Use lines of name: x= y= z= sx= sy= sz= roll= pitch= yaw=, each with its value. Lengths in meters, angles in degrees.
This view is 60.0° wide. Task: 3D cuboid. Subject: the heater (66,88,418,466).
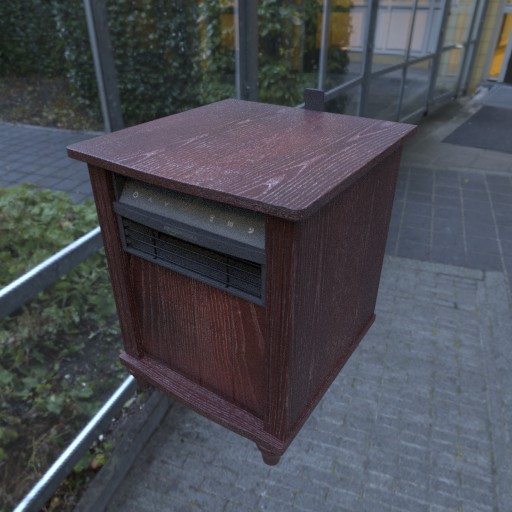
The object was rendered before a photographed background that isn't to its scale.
heater: x=0.000 y=0.000 z=0.747 sx=0.362 sy=0.481 sz=0.400 roll=19 pitch=36 yaw=28
